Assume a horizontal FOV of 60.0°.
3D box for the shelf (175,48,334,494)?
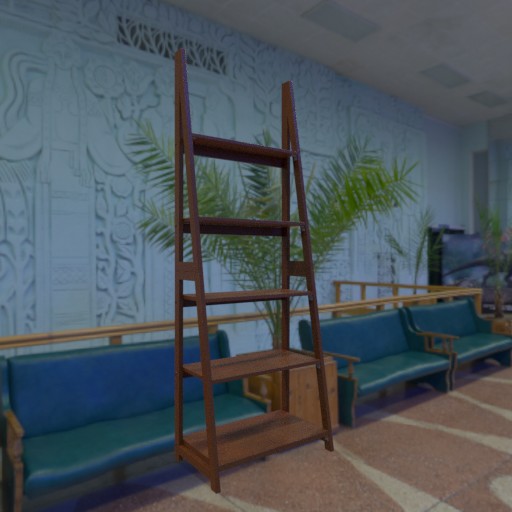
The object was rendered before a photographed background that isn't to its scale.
[{"bbox_3d":[0.000,0.000,1.984,0.630,1.780,0.356,0,0,-36],"label":"shelf"}]
